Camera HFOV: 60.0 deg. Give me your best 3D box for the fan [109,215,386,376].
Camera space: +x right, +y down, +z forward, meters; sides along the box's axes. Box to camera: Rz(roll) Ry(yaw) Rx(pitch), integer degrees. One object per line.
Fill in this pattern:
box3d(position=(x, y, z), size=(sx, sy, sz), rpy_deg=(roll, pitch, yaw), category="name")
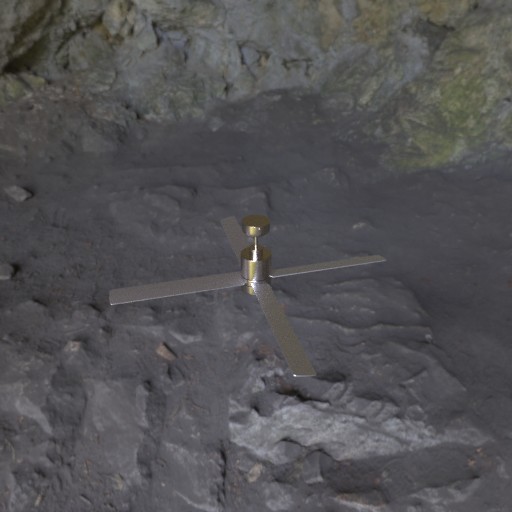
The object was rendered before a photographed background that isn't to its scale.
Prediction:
box3d(position=(0.000, 0.000, 2.024), size=(1.322, 0.355, 1.322), rpy_deg=(-8, 31, -13), category="fan")
